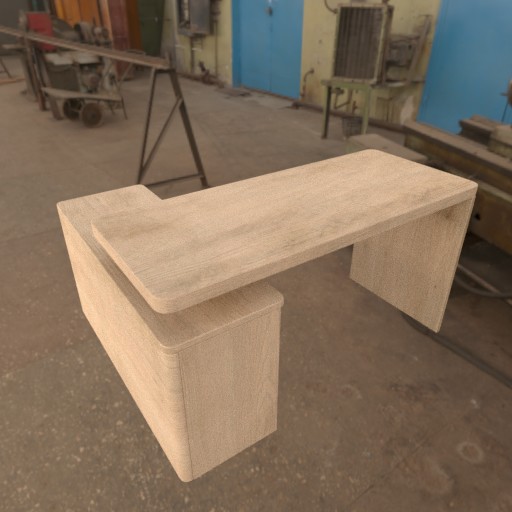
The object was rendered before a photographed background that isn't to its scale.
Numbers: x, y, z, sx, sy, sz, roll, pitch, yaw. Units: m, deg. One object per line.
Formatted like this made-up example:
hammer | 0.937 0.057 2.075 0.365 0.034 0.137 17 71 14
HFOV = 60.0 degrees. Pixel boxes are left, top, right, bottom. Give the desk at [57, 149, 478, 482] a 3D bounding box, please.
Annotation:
desk | 0.000 0.000 2.046 1.400 0.770 1.175 -19 36 -29
